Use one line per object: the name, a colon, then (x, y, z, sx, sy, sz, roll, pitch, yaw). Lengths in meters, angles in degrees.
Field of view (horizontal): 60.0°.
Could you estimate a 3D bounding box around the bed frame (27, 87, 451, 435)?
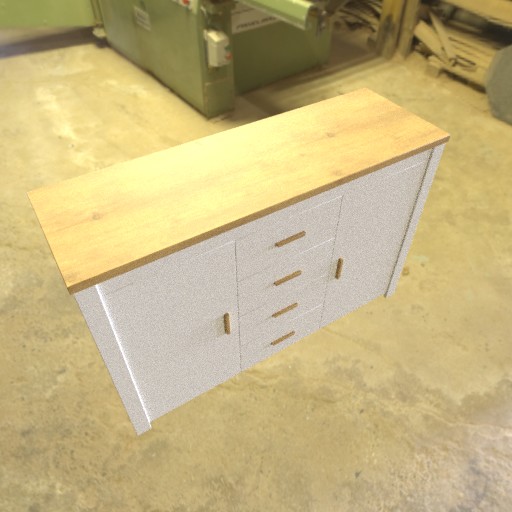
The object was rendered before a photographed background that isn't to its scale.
bed frame: (0.000, 0.000, 1.699, 1.300, 0.850, 0.430, -24, 50, -22)
